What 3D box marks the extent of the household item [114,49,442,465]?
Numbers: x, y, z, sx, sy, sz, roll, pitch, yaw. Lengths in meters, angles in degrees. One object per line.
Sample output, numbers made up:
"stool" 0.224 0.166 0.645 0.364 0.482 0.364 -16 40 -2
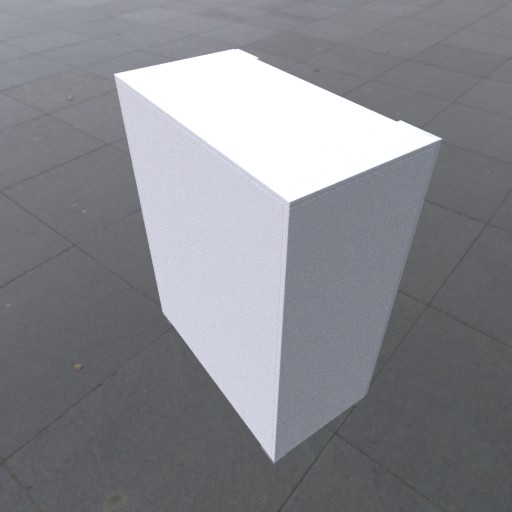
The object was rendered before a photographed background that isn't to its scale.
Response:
"household item" 0.000 0.000 1.428 0.420 1.010 0.790 -25 47 -26
